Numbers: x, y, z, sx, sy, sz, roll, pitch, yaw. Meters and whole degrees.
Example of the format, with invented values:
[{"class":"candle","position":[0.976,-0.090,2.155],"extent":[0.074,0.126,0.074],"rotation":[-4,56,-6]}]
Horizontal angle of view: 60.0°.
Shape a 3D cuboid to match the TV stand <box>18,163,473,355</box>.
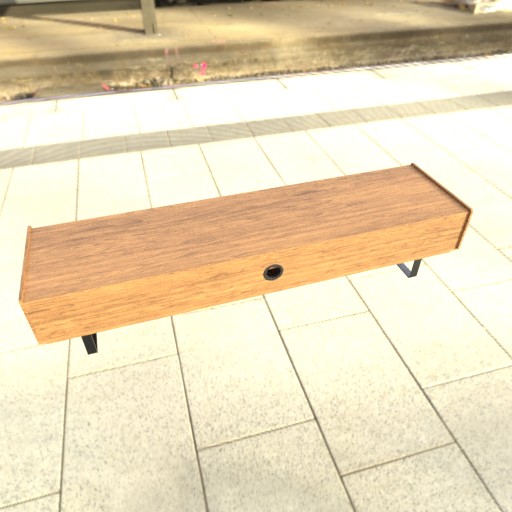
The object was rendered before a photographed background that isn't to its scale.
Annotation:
[{"class":"TV stand","position":[0.000,0.000,1.972],"extent":[1.796,0.415,0.467],"rotation":[-12,41,-14]}]
